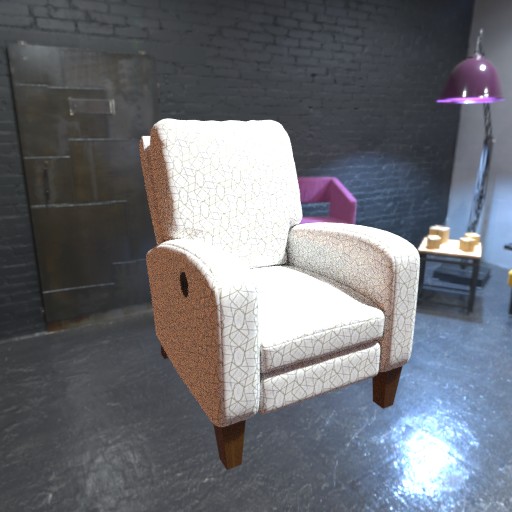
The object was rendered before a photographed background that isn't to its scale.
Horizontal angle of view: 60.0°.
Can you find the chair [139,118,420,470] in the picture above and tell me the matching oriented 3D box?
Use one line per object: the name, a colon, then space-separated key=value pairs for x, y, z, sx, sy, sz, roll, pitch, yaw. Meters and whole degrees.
chair: x=0.000 y=0.000 z=1.788 sx=0.796 sy=1.064 sz=0.995 roll=-9 pitch=18 yaw=-27
